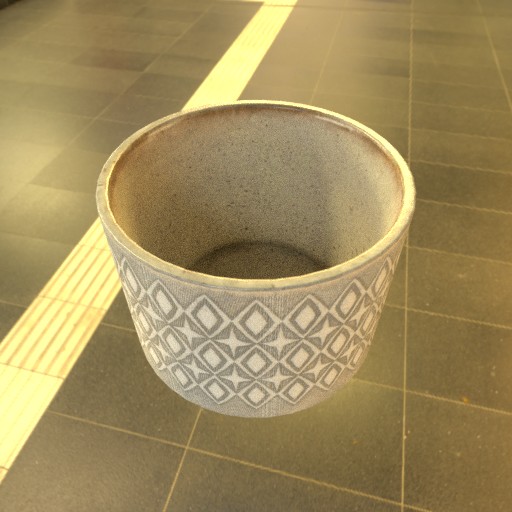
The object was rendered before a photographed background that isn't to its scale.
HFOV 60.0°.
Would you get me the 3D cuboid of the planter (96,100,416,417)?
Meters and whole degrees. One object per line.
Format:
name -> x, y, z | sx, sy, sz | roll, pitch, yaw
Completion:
planter -> 0.000, 0.000, 0.316 | 0.186, 0.144, 0.186 | 0, 45, 0
